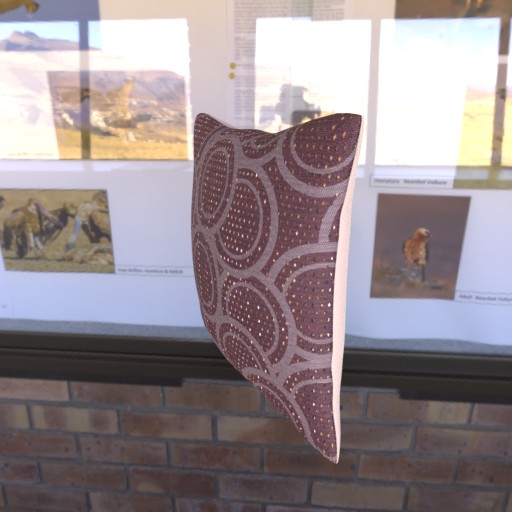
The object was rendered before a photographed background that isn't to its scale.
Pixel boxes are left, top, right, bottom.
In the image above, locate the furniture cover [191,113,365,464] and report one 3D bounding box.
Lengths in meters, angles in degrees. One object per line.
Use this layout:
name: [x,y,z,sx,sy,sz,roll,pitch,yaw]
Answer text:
furniture cover: [0.000,0.000,0.828,0.193,0.509,0.552,-9,20,-26]
